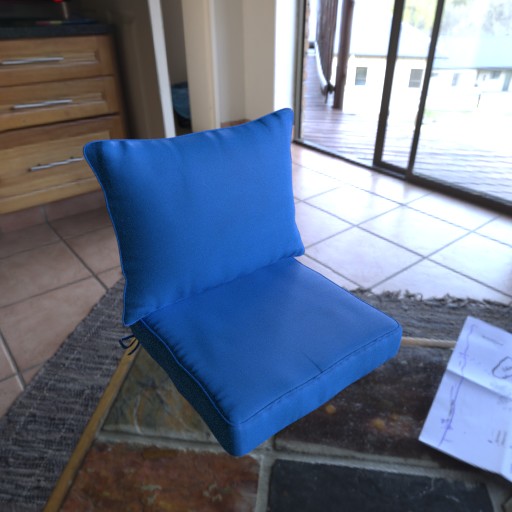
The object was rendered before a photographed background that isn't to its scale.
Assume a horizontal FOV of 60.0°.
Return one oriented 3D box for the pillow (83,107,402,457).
[{"bbox_3d":[0.000,0.000,1.396,0.798,0.725,0.733,-21,36,-31],"label":"pillow"}]
